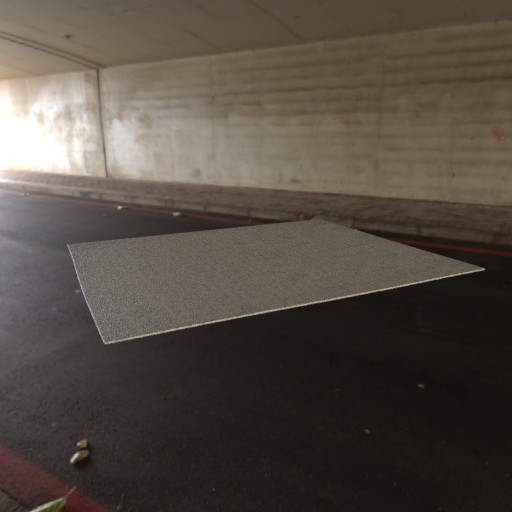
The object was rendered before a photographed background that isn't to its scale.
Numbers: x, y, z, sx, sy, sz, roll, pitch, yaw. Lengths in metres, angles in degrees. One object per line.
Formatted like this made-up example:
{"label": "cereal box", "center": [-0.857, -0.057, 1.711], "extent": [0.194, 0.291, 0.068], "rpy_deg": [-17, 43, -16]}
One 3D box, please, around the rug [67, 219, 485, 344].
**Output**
{"label": "rug", "center": [0.000, 0.000, 4.078], "extent": [3.061, 0.014, 2.447], "rpy_deg": [-8, 17, -25]}
